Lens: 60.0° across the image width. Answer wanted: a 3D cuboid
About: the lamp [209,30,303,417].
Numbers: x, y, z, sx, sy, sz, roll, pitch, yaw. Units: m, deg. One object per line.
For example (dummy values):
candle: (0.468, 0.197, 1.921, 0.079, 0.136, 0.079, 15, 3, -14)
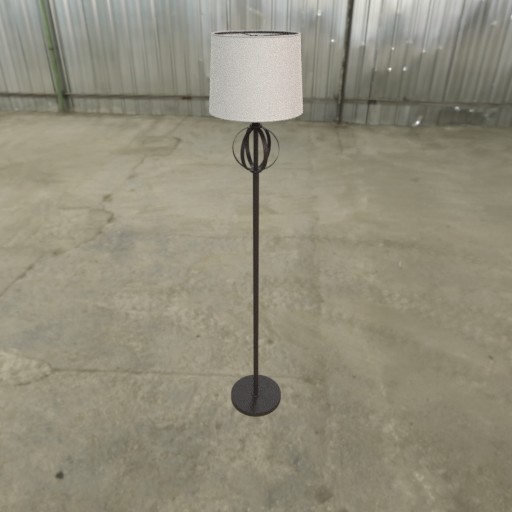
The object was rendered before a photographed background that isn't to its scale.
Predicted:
lamp: (0.000, 0.000, 1.623, 0.286, 1.462, 0.286, 19, 35, 29)
